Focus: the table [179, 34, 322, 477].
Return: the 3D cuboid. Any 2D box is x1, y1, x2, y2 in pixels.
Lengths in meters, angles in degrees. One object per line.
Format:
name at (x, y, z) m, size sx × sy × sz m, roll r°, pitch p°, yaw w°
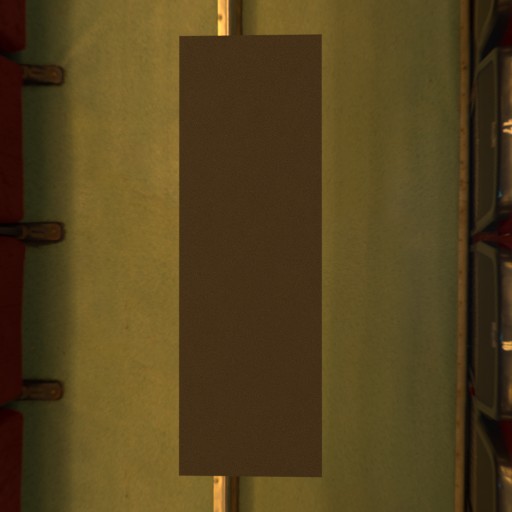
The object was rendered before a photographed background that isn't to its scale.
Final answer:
table at (0.000, 0.000, 1.632) m, size 0.400 × 0.855 × 1.200 m, roll 0°, pitch 90°, yaw 1°
